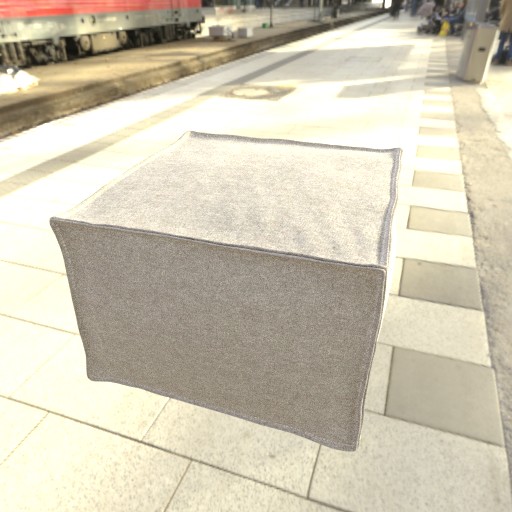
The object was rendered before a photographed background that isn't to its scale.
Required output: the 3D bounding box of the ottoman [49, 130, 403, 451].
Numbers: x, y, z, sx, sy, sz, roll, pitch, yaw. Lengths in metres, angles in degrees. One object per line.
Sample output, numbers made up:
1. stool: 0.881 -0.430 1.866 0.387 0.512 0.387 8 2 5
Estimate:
1. ottoman: 0.000 0.000 1.169 0.696 0.470 0.707 9 32 15
